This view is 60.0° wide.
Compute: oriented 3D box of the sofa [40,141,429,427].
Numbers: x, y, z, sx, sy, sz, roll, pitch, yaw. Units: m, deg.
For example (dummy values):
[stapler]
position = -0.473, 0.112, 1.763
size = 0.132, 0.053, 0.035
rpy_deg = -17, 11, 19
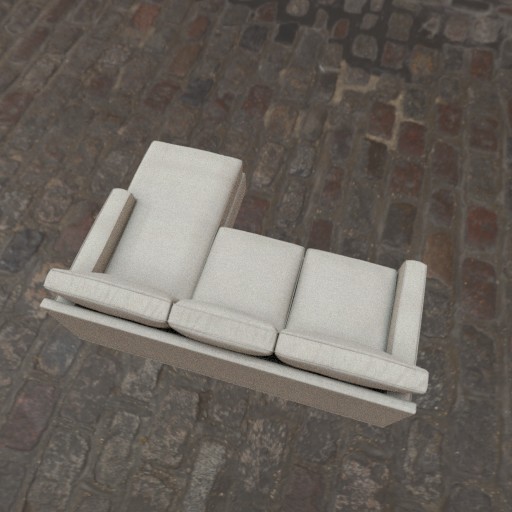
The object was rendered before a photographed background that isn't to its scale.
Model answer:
[sofa]
position = 0.000, 0.000, 2.863
size = 2.087, 0.861, 1.496
rpy_deg = 14, 64, 7
